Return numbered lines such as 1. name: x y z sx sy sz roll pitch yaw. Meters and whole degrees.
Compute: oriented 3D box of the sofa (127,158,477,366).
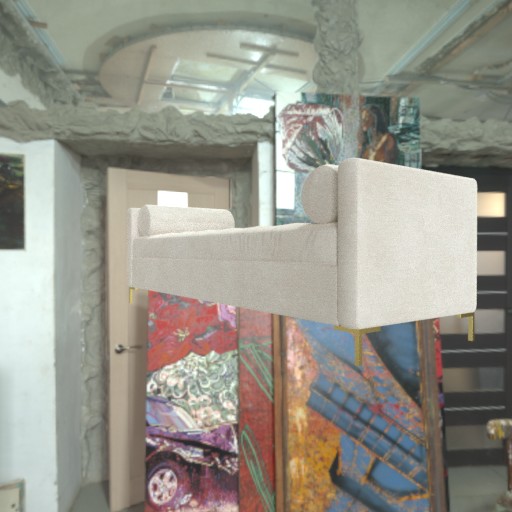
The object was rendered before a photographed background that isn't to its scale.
1. sofa: 0.000 0.000 2.307 0.686 0.635 1.981 0 1 -35
